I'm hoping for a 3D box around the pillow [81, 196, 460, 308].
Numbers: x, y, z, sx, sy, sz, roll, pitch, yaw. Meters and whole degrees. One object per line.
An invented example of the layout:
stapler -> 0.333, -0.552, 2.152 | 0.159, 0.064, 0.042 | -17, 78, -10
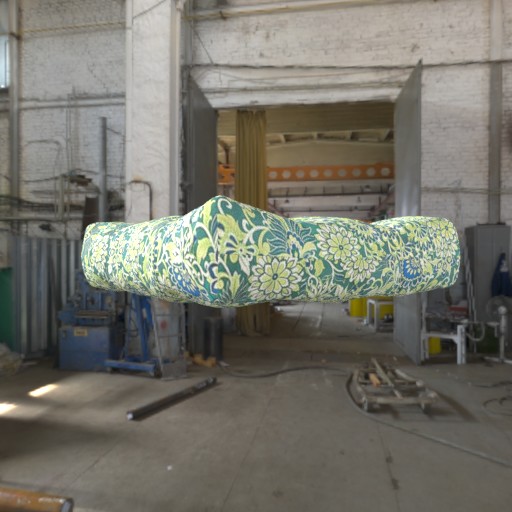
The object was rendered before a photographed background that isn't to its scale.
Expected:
pillow -> 0.000, 0.000, 0.755 | 0.468, 0.128, 0.490 | 0, 0, -35
